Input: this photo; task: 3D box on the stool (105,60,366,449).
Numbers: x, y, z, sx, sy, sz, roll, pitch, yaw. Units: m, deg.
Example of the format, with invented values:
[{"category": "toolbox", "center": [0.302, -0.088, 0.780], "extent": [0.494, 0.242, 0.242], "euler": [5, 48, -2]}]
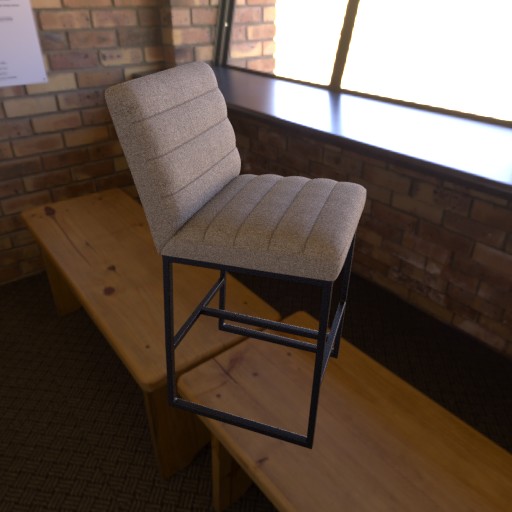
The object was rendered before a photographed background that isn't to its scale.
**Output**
[{"category": "stool", "center": [0.000, 0.000, 1.345], "extent": [0.571, 1.034, 0.459], "euler": [10, 32, 17]}]
